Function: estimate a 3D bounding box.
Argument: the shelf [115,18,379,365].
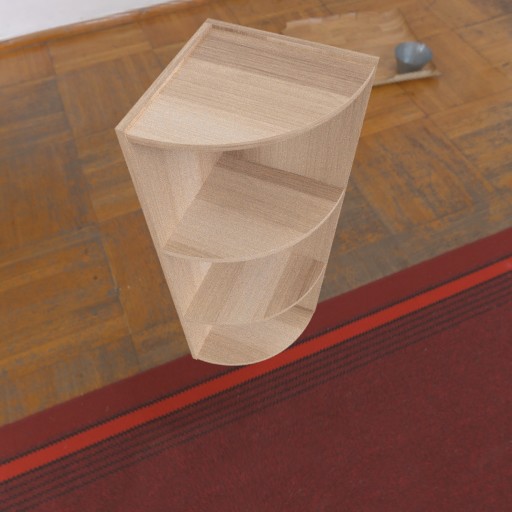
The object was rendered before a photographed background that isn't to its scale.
[{"bbox_3d":[0.000,0.000,1.000,0.290,0.872,0.290,19,59,12],"label":"shelf"}]
